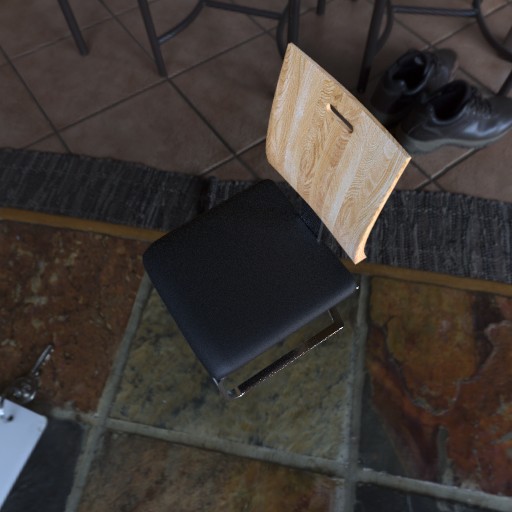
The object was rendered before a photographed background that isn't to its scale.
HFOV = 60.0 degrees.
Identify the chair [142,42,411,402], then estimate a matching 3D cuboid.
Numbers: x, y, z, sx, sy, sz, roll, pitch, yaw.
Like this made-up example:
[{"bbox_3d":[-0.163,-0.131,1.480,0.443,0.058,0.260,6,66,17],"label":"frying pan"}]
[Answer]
[{"bbox_3d":[0.000,0.000,1.242,0.560,0.936,0.462,-30,67,-15],"label":"chair"}]
